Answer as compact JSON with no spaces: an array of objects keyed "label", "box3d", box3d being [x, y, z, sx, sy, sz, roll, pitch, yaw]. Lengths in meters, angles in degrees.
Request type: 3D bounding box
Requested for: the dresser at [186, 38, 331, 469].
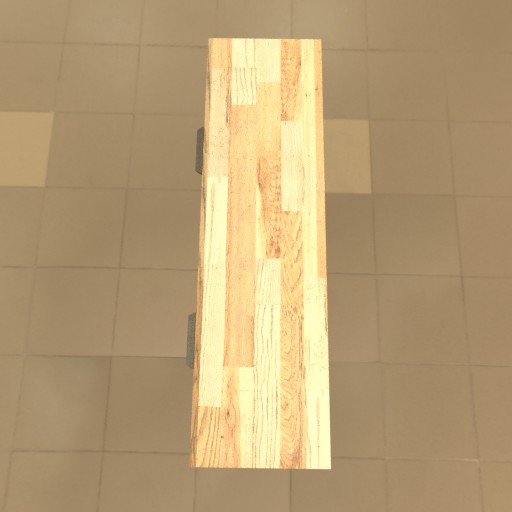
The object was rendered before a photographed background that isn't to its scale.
[{"label":"dresser","box3d":[0.000,0.000,1.960,0.487,0.834,1.547,1,77,0]}]
